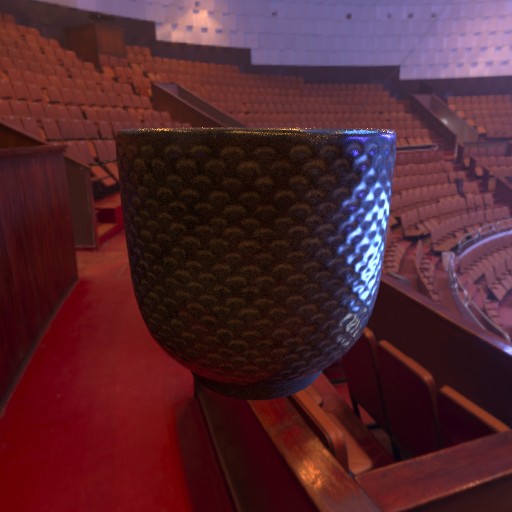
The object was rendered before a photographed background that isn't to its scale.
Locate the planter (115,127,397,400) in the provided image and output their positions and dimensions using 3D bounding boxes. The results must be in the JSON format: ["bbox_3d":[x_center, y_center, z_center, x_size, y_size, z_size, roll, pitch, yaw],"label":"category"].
[{"bbox_3d":[0.000,0.000,0.347,0.197,0.191,0.197,0,15,0],"label":"planter"}]
